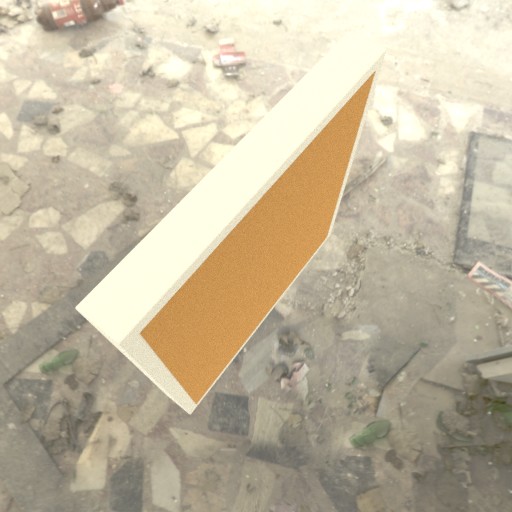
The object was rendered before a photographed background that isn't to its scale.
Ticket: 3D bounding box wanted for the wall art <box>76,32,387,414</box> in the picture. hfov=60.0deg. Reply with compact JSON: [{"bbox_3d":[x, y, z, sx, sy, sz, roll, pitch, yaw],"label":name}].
[{"bbox_3d":[0.000,0.000,0.446,0.037,0.305,0.305,34,68,16],"label":"wall art"}]
